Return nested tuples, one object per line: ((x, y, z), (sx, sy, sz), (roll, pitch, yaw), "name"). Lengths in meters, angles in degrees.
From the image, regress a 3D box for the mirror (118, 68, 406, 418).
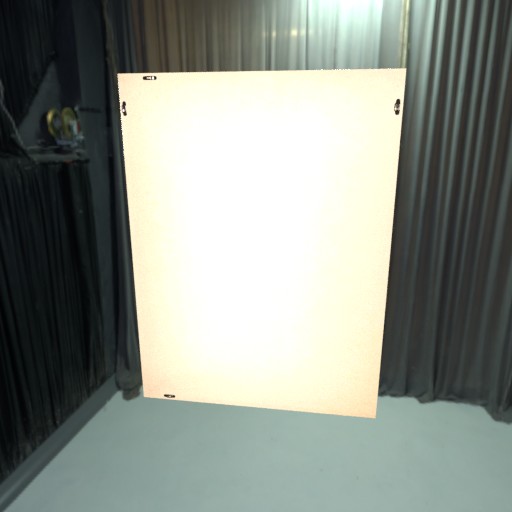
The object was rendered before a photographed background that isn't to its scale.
((0.000, 0.000, 1.315), (0.762, 1.016, 0.040), (2, 16, 8), "mirror")
